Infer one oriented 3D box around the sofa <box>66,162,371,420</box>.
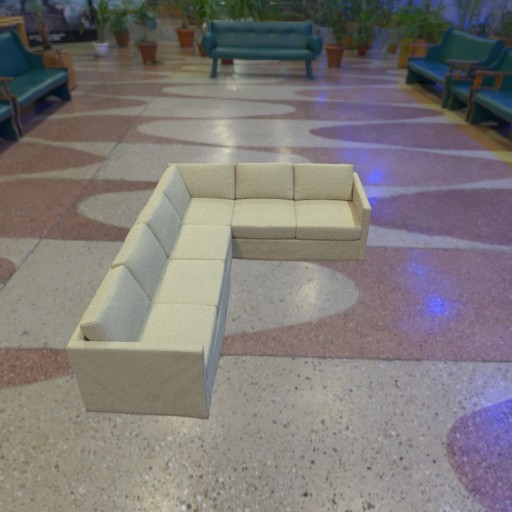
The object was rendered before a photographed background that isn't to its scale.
[{"bbox_3d":[0.000,0.000,4.373,2.432,0.871,3.182,1,33,2],"label":"sofa"}]
